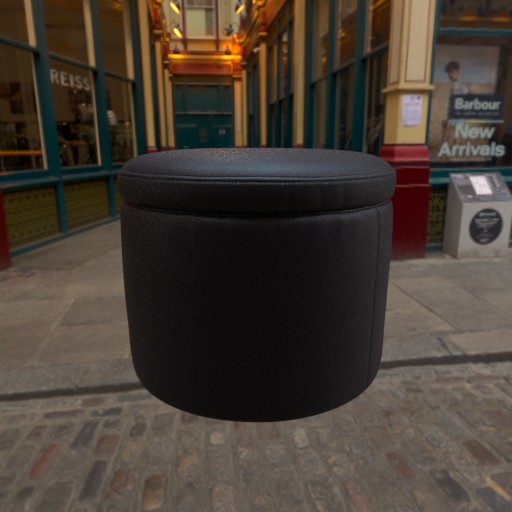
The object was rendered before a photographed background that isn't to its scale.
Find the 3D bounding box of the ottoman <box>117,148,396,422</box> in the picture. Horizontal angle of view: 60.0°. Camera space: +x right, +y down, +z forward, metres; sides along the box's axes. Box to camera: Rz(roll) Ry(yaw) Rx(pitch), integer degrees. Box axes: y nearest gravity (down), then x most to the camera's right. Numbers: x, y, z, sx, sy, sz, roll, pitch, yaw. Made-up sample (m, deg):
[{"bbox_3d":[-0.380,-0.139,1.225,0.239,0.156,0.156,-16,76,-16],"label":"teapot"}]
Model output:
[{"bbox_3d":[0.000,0.000,0.867,0.501,0.409,0.501,0,15,0],"label":"ottoman"}]
